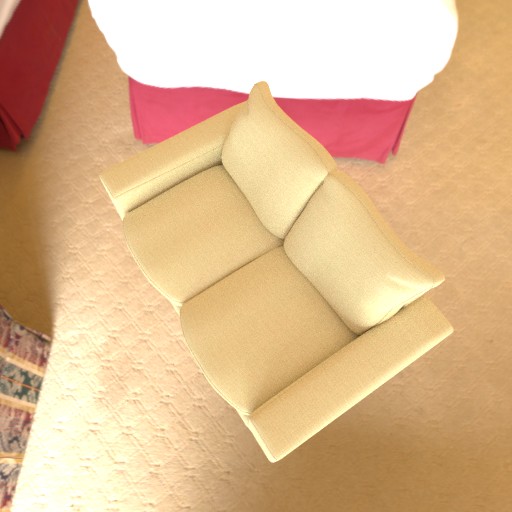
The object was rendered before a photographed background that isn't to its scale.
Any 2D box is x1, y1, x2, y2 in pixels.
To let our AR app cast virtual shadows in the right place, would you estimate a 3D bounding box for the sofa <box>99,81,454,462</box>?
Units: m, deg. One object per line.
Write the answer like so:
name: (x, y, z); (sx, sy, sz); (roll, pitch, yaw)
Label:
sofa: (0.000, 0.000, 2.353); (1.091, 0.875, 1.754); (-31, 68, -14)
